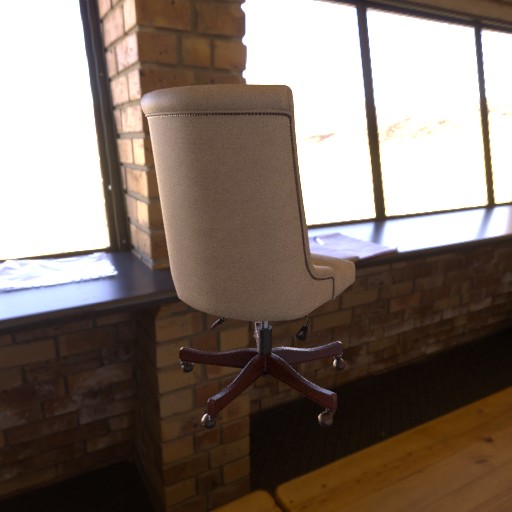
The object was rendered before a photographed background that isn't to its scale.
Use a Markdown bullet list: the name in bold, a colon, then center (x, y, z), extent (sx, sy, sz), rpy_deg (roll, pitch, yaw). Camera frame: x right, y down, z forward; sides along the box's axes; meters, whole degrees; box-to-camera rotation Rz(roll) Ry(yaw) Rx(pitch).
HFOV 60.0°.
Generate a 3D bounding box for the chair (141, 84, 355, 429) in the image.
- **chair**: center (0.000, 0.000, 1.481), extent (0.645, 1.010, 0.696), rpy_deg (8, 17, 28)
